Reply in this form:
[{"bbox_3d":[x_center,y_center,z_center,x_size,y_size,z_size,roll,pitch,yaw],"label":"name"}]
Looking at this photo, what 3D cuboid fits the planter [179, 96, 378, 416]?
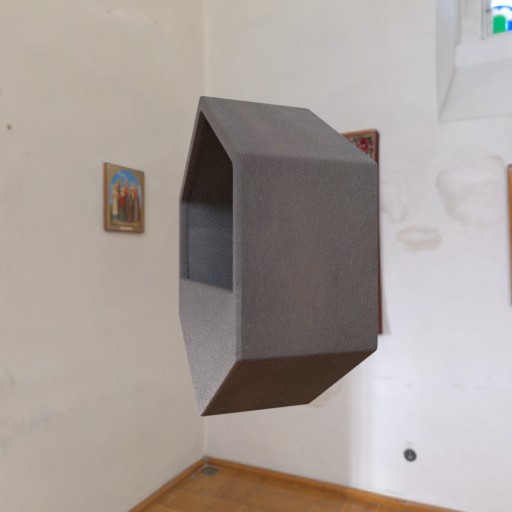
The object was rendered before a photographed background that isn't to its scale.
[{"bbox_3d":[0.000,0.000,0.298,0.077,0.206,0.169,0,0,-19],"label":"planter"}]
